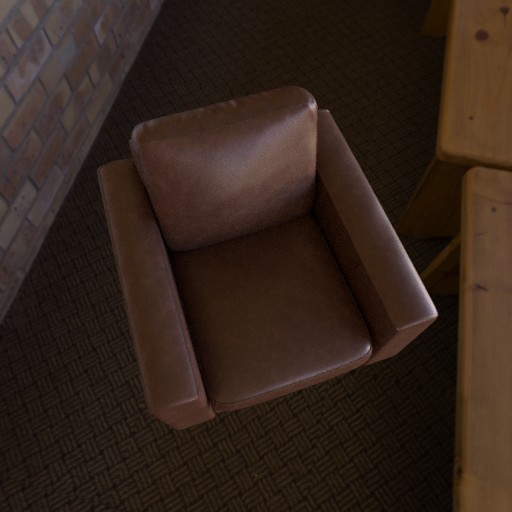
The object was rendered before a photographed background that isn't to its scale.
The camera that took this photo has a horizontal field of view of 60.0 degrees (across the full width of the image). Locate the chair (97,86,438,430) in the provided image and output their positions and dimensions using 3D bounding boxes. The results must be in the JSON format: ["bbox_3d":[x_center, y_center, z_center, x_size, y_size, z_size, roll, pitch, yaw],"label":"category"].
[{"bbox_3d":[0.000,0.000,1.720,1.005,0.873,1.016,-17,65,-8],"label":"chair"}]
